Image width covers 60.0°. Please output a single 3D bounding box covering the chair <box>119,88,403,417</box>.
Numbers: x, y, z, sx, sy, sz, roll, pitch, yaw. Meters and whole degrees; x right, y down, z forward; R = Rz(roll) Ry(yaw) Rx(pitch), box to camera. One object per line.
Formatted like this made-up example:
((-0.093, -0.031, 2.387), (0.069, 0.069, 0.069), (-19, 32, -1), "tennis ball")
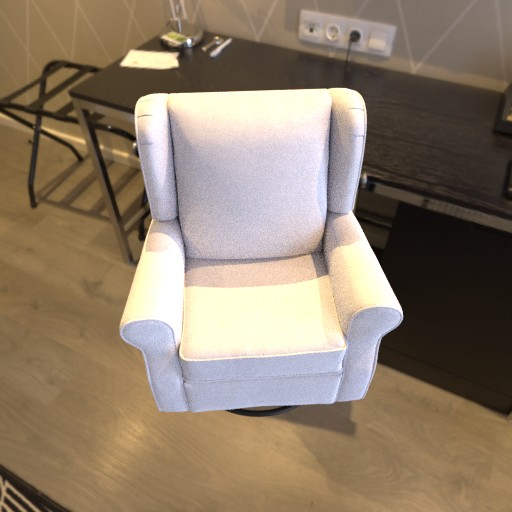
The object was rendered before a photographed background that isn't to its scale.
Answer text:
((0.000, 0.000, 1.687), (0.906, 0.967, 0.854), (-3, 47, -2), "chair")
